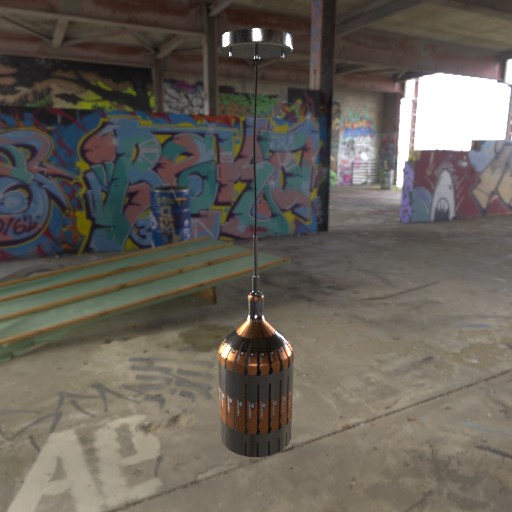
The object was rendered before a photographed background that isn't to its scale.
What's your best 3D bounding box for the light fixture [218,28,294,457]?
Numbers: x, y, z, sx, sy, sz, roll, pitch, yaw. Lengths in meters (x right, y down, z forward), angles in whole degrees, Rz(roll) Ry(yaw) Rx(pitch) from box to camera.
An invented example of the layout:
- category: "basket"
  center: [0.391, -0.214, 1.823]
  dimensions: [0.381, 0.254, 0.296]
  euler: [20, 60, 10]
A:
- category: "light fixture"
  center: [0.000, 0.000, 1.696]
  dimensions: [0.303, 1.535, 0.303]
  euler: [0, 13, 0]
